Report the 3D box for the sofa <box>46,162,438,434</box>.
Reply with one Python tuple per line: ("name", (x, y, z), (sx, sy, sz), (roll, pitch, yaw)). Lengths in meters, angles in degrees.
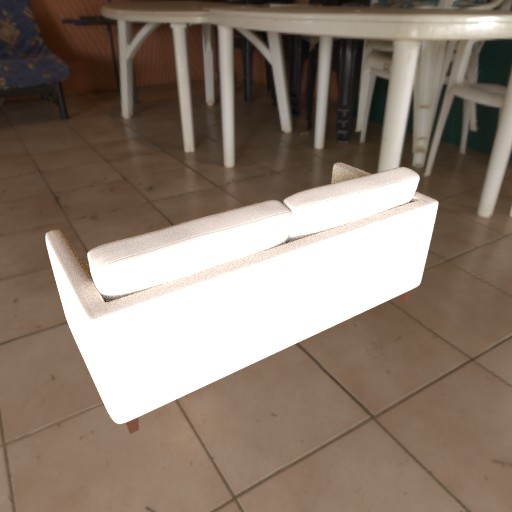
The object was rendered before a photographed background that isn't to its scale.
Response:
("sofa", (0.000, 0.000, 2.666), (2.139, 0.933, 0.924), (-18, 35, -28))
